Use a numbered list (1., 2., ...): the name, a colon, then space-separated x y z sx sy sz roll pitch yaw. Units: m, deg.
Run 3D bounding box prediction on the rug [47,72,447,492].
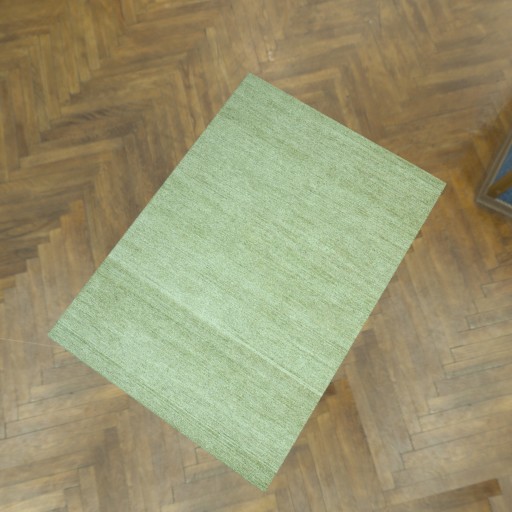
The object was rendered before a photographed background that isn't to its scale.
1. rug: 0.000 0.000 2.871 1.606 0.017 2.270 32 77 8
